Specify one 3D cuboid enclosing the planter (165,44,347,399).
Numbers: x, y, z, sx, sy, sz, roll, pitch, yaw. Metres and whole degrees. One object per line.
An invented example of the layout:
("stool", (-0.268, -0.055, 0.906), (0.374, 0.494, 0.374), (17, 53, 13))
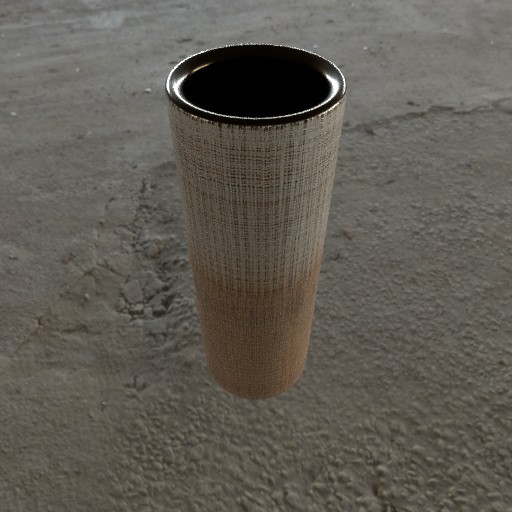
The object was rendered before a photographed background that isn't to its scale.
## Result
("planter", (0.000, 0.000, 0.339), (0.099, 0.278, 0.099), (-11, 47, -11))
